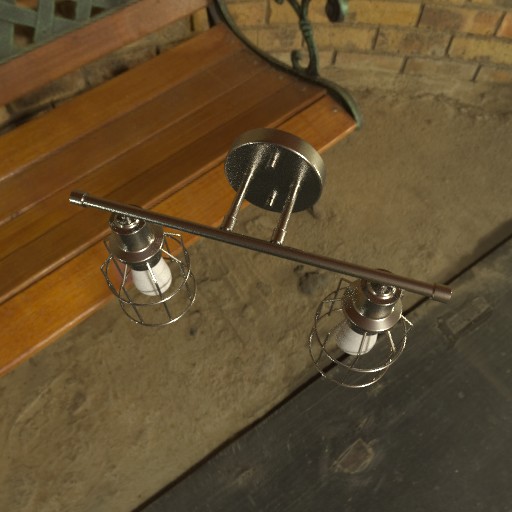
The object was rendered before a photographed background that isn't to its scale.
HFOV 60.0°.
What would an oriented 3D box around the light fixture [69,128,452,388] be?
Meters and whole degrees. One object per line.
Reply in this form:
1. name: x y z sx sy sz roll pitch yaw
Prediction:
1. light fixture: 0.000 0.000 0.532 0.406 0.254 0.165 15 60 9
